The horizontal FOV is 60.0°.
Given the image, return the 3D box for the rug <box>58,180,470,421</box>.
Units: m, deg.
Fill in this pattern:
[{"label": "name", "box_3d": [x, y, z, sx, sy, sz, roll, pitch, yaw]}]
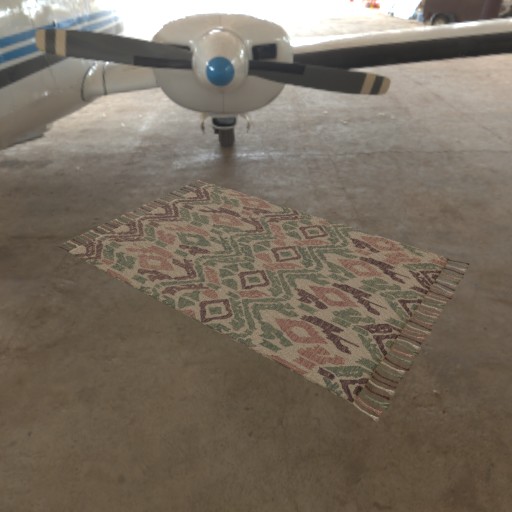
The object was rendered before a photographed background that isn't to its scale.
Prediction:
[{"label": "rug", "box_3d": [0.000, 0.000, 3.032, 2.438, 0.011, 1.524, 22, 38, 30]}]
